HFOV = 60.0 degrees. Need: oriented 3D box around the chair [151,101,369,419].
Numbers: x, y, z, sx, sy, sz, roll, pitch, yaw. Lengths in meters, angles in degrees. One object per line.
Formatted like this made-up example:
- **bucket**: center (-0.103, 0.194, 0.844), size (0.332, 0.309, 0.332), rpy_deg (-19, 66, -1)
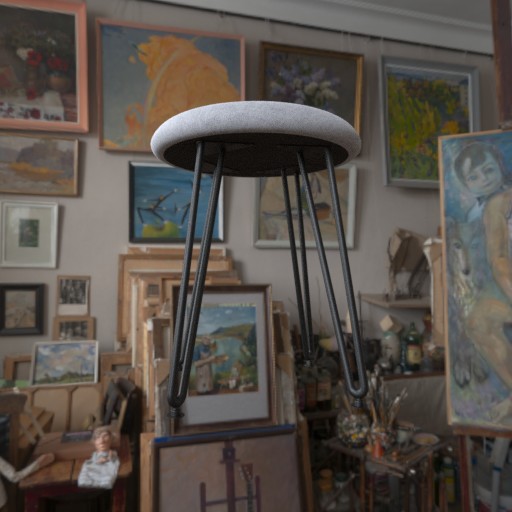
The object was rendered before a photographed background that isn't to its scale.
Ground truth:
- **chair**: center (0.000, 0.000, 0.665), size (0.350, 0.386, 0.350), rpy_deg (-1, -1, 36)
